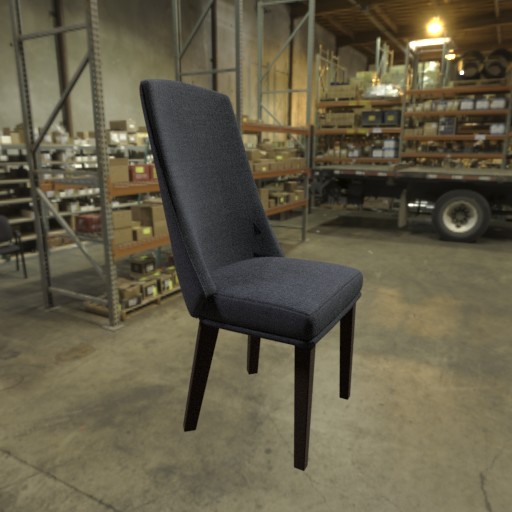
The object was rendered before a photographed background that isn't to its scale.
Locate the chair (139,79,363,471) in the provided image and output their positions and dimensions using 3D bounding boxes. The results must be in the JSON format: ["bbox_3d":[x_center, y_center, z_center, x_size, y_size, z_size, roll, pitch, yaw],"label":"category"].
[{"bbox_3d":[0.000,0.000,1.372,0.577,1.050,0.510,7,16,28],"label":"chair"}]
